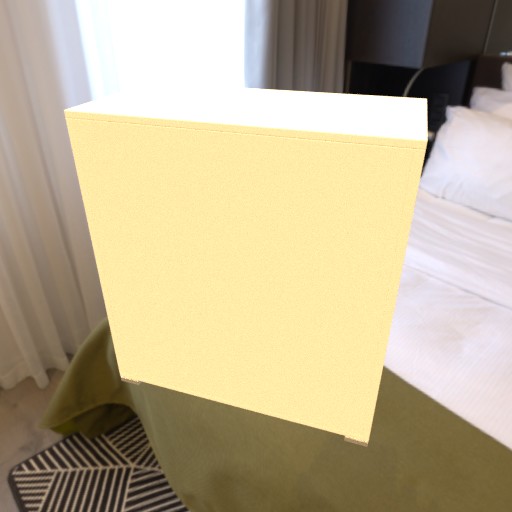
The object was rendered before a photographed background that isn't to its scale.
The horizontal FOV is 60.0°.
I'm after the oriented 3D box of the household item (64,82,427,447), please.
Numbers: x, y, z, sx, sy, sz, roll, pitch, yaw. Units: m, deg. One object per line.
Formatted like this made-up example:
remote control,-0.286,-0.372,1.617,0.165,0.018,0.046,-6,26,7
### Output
household item,0.000,0.000,1.311,0.800,0.870,0.420,9,32,16
